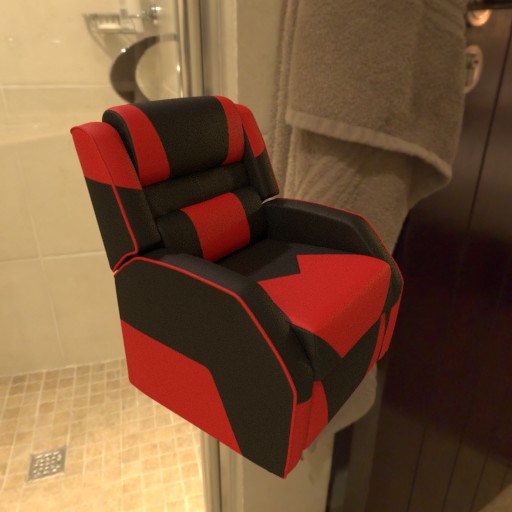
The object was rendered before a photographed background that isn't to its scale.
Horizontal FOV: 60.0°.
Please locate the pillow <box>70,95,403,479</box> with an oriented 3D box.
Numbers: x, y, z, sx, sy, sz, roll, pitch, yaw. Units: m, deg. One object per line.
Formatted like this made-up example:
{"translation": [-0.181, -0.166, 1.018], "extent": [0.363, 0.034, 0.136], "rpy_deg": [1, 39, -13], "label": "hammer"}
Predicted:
{"translation": [0.000, 0.000, 1.247], "extent": [0.672, 0.805, 0.620], "rpy_deg": [18, 30, 33], "label": "pillow"}
